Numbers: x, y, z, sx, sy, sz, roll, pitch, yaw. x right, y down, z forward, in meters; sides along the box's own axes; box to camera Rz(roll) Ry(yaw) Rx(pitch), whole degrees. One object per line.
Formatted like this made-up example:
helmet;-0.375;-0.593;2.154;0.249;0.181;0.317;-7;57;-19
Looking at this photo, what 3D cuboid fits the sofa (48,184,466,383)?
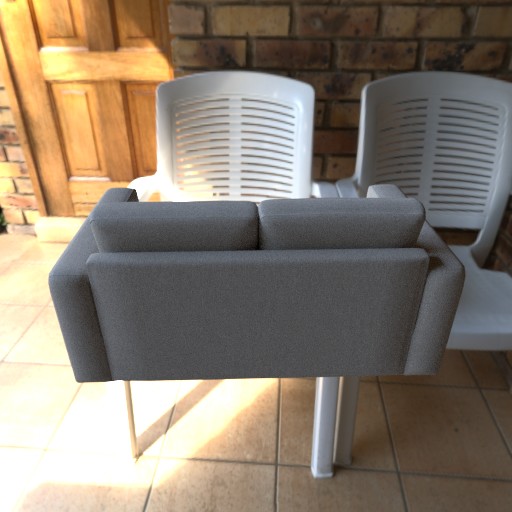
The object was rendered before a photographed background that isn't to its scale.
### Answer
sofa;0.000;0.000;2.050;1.540;0.800;0.900;-1;31;-2
